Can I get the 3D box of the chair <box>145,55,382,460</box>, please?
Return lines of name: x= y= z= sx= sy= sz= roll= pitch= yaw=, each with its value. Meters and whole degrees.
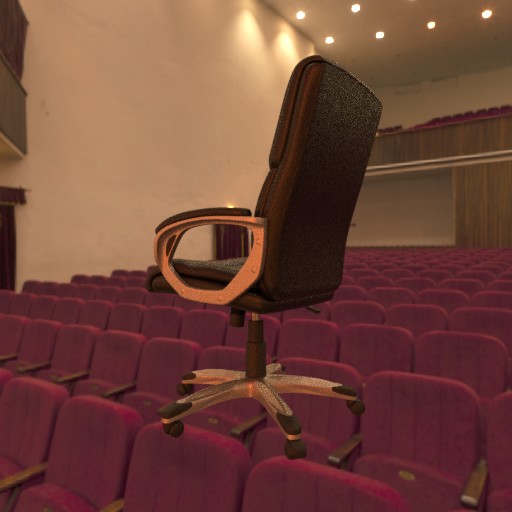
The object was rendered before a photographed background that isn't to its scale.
chair: x=0.000 y=0.000 z=1.602 sx=0.780 sy=1.145 sz=0.700 roll=1 pitch=1 yaw=36
